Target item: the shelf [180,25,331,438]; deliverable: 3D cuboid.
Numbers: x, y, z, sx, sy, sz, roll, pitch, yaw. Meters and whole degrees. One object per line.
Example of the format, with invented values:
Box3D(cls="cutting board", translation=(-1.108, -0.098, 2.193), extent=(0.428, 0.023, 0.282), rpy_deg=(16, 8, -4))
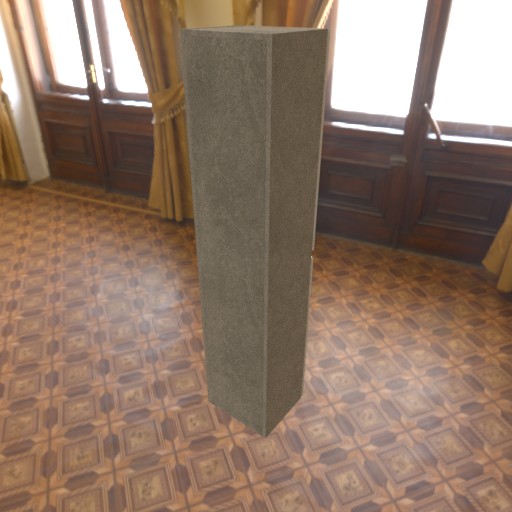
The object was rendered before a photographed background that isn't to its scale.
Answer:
Box3D(cls="shelf", translation=(0.000, 0.000, 1.533), extent=(0.300, 1.400, 0.270), rpy_deg=(21, 36, 32))
